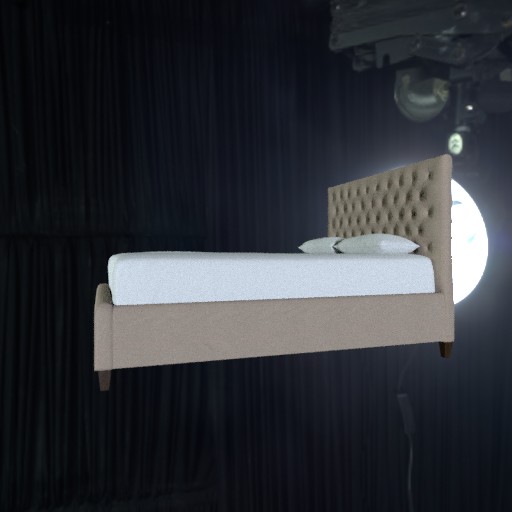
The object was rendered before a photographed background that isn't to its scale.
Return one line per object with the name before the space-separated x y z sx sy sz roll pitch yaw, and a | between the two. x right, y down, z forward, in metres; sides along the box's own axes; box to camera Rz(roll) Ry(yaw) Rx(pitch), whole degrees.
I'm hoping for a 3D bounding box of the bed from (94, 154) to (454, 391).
bed | 0.000 0.000 3.504 2.387 1.427 1.698 0 0 -19
